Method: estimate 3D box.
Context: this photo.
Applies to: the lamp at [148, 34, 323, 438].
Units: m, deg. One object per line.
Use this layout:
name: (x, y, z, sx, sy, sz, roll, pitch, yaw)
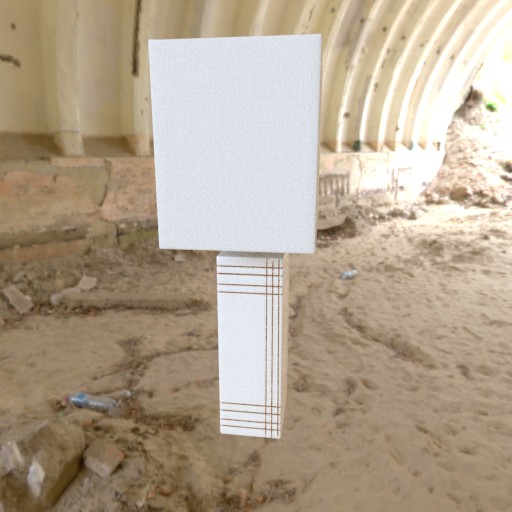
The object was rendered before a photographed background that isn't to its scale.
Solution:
lamp: (0.000, 0.000, 0.677, 0.182, 0.543, 0.334, 2, 14, 8)
